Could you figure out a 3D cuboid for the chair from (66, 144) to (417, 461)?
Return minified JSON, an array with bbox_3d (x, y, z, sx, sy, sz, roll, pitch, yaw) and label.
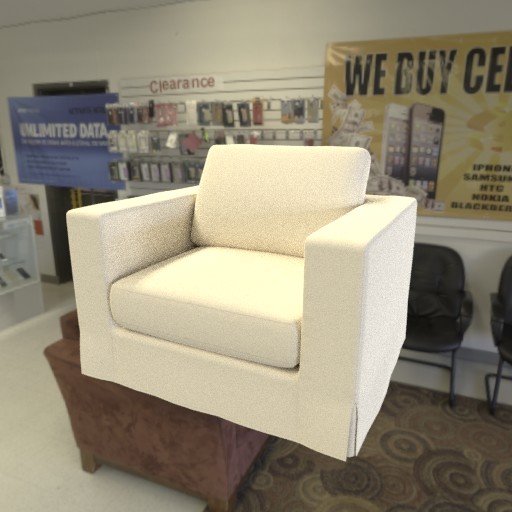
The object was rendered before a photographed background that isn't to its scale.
[{"bbox_3d":[0.000,0.000,1.830,1.150,0.878,0.957,8,18,26],"label":"chair"}]
